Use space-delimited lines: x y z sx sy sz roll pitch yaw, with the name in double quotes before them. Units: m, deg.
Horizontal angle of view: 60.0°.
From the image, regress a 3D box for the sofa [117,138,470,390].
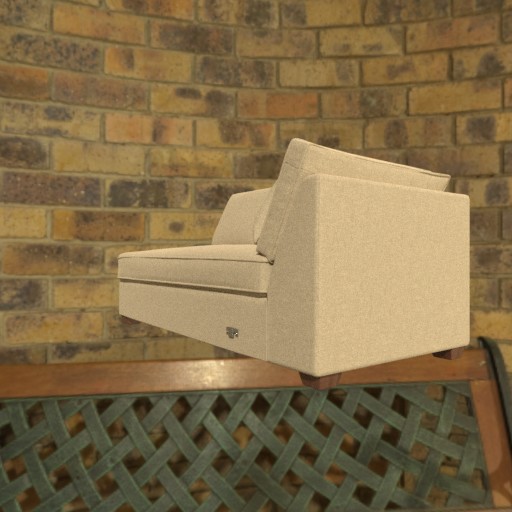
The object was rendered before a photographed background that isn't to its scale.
"sofa" 0.000 0.000 2.837 1.110 1.033 2.237 0 0 -36
